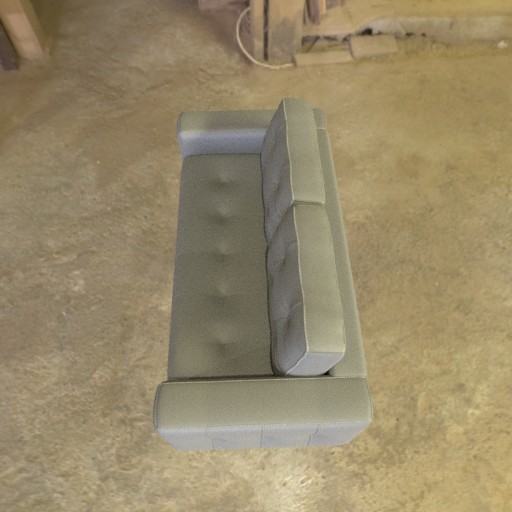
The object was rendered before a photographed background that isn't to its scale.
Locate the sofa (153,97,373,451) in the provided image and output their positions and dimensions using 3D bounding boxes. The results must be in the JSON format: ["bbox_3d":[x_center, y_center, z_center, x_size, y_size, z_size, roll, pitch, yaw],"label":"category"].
[{"bbox_3d":[0.000,0.000,2.213,0.833,0.893,1.726,-2,59,-1],"label":"sofa"}]
